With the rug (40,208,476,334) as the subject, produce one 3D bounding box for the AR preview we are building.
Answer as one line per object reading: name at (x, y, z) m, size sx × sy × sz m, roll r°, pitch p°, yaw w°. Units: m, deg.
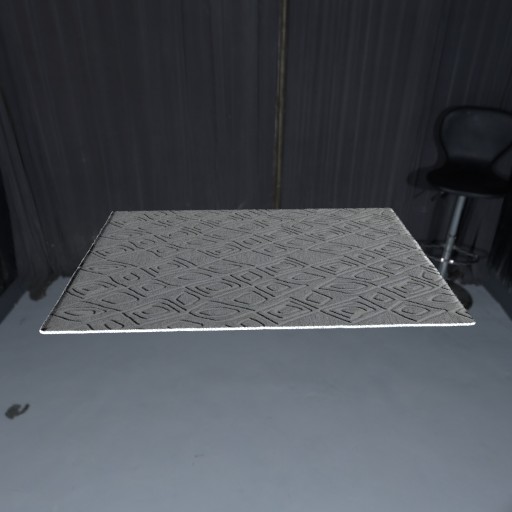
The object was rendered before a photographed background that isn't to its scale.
rug at (0.000, 0.000, 2.377) m, size 1.832 × 0.016 × 1.224 m, roll -1°, pitch 30°, yaw -2°
